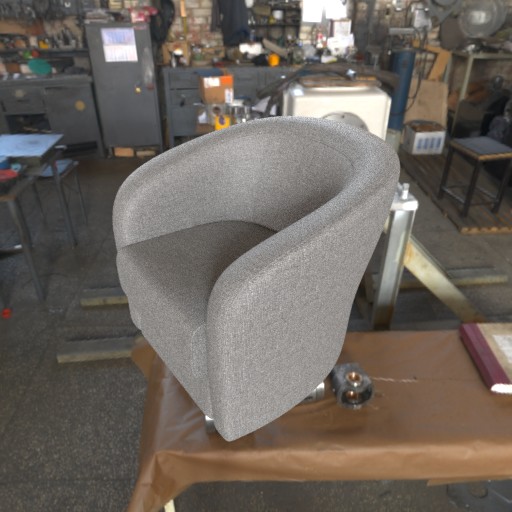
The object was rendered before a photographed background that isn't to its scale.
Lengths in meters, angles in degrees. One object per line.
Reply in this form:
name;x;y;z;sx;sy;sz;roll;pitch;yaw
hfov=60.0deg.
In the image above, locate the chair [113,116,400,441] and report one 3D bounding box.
chair;0.000;0.000;1.498;0.815;0.771;0.791;-21;37;-31
